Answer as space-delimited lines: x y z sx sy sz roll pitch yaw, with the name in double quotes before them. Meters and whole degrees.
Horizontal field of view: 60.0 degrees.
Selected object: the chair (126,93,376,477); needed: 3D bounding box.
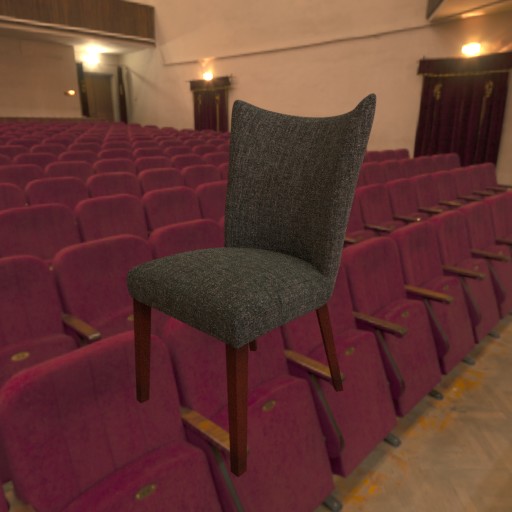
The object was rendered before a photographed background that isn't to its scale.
"chair" 0.000 0.000 1.341 0.535 0.924 0.623 15 22 42
